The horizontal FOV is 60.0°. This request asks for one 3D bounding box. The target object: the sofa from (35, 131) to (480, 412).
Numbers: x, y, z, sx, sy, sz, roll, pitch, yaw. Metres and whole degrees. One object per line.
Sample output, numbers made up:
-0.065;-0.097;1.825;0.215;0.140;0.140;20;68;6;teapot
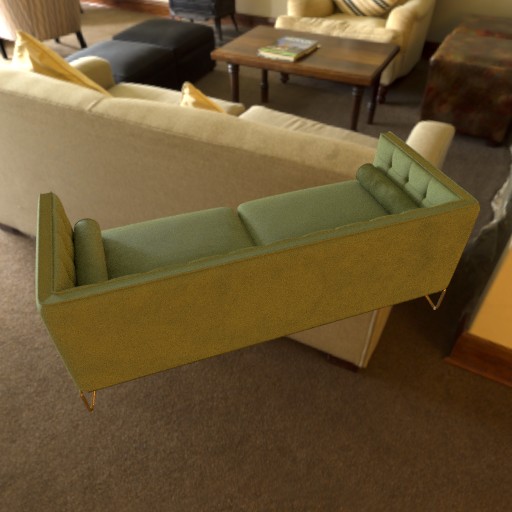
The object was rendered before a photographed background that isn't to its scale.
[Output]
0.000;0.000;2.461;2.087;0.789;0.867;-13;44;-14;sofa
